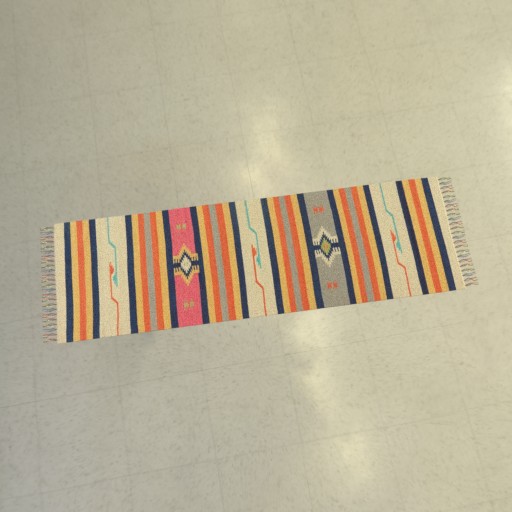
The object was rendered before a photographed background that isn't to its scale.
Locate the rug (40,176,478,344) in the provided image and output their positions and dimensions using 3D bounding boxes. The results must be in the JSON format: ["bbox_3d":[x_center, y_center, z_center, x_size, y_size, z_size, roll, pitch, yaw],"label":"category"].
[{"bbox_3d":[0.000,0.000,2.547,2.455,0.017,0.695,-7,76,-2],"label":"rug"}]
